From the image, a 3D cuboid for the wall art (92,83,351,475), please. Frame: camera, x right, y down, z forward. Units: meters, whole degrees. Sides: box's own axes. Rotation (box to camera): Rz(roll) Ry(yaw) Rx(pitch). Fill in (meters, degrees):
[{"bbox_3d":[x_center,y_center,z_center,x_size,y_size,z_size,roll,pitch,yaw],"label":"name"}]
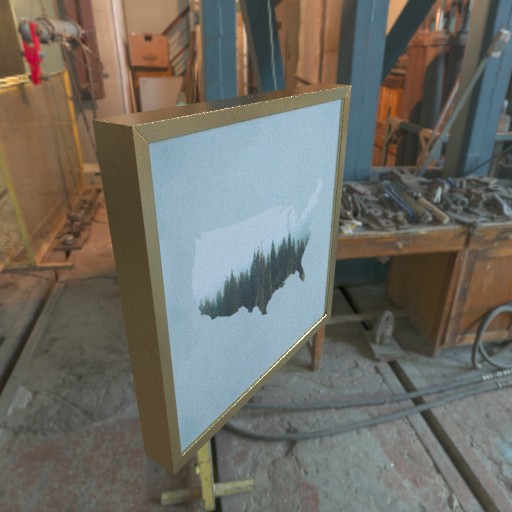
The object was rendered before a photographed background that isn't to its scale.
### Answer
[{"bbox_3d":[0.000,0.000,0.450,0.038,0.304,0.304,18,31,31],"label":"wall art"}]
